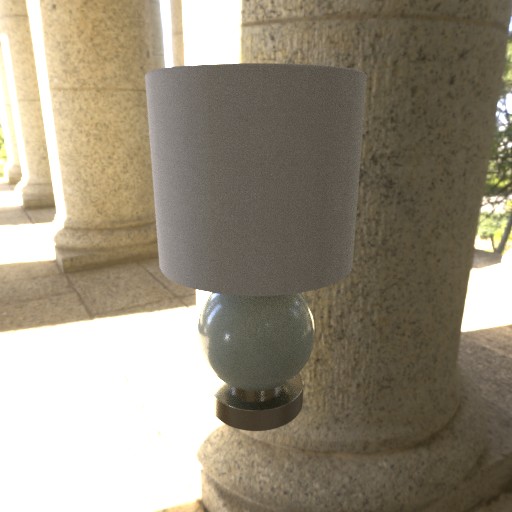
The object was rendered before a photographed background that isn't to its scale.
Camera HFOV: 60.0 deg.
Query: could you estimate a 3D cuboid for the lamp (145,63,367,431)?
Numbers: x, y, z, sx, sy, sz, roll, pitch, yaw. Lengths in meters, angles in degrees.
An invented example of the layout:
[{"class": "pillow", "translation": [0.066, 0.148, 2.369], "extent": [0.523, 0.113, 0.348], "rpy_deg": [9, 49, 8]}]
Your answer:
[{"class": "lamp", "translation": [0.000, 0.000, 0.465], "extent": [0.201, 0.353, 0.201], "rpy_deg": [10, 20, 28]}]
